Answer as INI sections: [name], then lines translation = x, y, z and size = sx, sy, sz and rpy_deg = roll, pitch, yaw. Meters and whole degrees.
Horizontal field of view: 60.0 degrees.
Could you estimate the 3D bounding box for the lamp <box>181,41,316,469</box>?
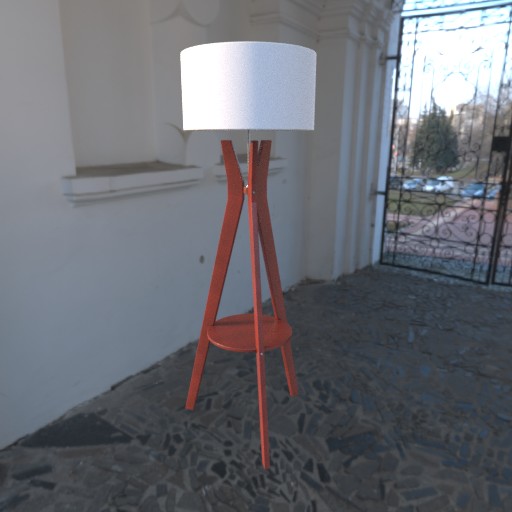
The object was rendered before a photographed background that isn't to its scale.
[lamp]
translation = 0.000, 0.000, 1.772
size = 0.542, 1.472, 0.539
rpy_deg = -14, 20, -41
